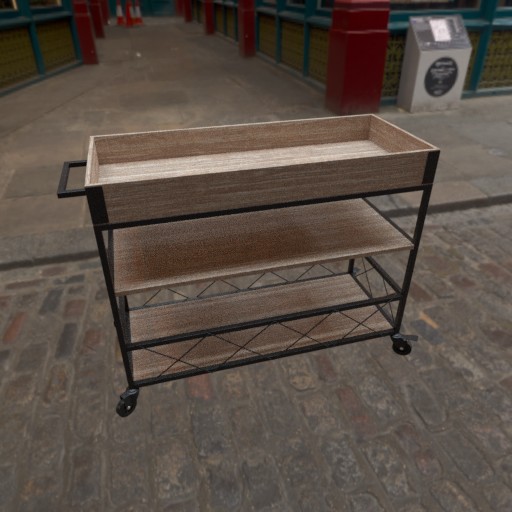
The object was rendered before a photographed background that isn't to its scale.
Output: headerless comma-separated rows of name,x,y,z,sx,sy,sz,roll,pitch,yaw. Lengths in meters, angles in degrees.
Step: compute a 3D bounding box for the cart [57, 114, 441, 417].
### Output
cart,0.000,0.000,1.514,1.101,0.787,0.500,-9,33,-13
